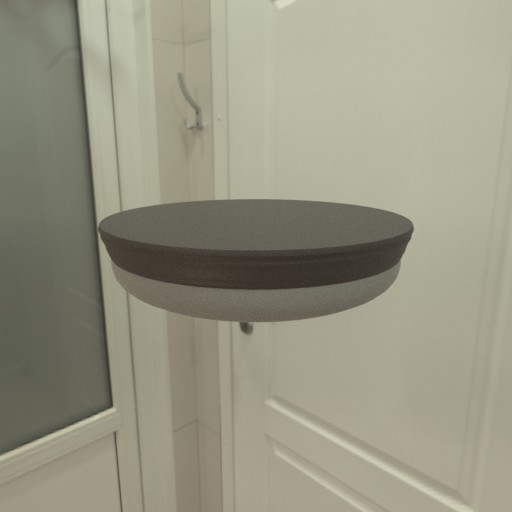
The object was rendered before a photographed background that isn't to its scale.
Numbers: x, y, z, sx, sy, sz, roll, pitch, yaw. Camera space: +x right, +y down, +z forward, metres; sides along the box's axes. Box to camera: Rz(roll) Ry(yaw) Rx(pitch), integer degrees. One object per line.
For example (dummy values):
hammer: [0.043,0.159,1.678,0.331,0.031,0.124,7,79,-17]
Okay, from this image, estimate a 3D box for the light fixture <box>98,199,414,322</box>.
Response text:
light fixture: [0.000,0.000,0.557,0.368,0.100,0.368,0,14,0]
